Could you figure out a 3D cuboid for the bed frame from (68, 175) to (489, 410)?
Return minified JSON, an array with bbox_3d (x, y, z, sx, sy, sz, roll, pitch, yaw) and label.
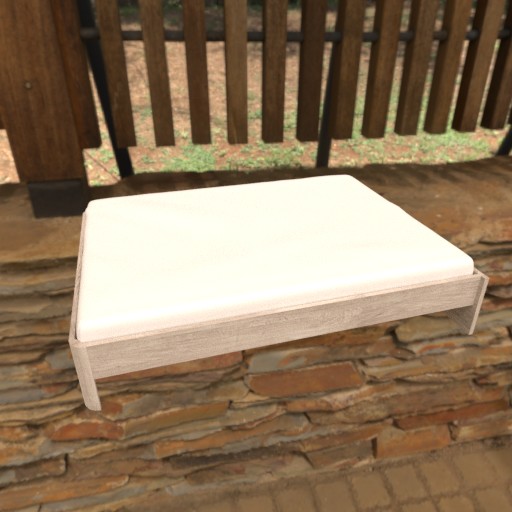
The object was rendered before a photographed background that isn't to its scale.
[{"bbox_3d":[0.000,0.000,2.618,1.950,0.462,1.490,-8,30,-14],"label":"bed frame"}]
